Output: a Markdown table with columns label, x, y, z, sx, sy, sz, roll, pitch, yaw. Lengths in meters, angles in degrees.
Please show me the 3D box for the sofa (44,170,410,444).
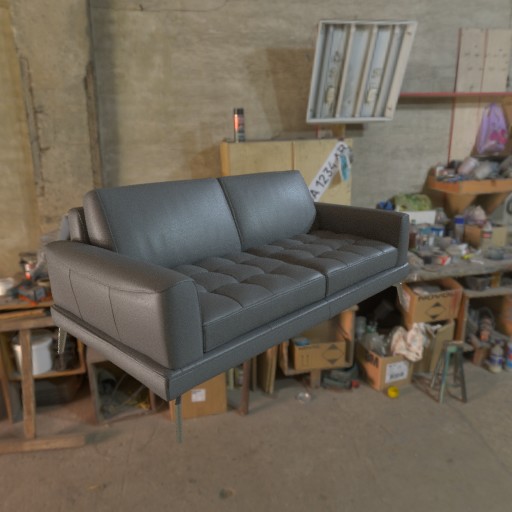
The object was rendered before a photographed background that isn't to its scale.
| label | x | y | z | sx | sy | sz | roll | pitch | yaw |
| --- | --- | --- | --- | --- | --- | --- | --- | --- | --- |
| sofa | 0.000 | 0.000 | 2.752 | 1.121 | 0.930 | 2.177 | 14 | 21 | 41 |
